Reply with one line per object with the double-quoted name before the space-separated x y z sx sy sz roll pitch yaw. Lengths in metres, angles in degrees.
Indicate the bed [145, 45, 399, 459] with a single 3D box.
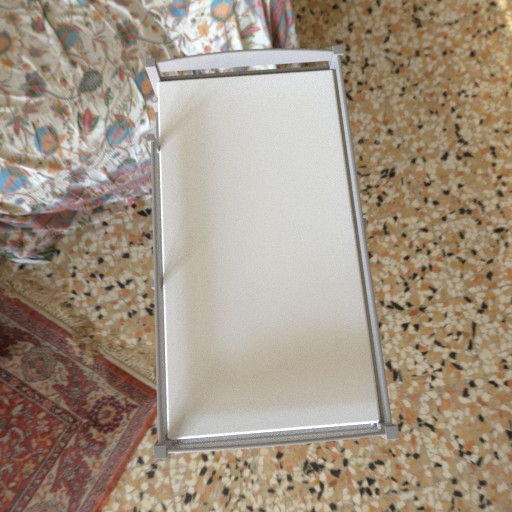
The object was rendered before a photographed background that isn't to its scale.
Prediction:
"bed" 0.000 0.000 2.708 1.105 1.206 2.013 -4 76 -1
